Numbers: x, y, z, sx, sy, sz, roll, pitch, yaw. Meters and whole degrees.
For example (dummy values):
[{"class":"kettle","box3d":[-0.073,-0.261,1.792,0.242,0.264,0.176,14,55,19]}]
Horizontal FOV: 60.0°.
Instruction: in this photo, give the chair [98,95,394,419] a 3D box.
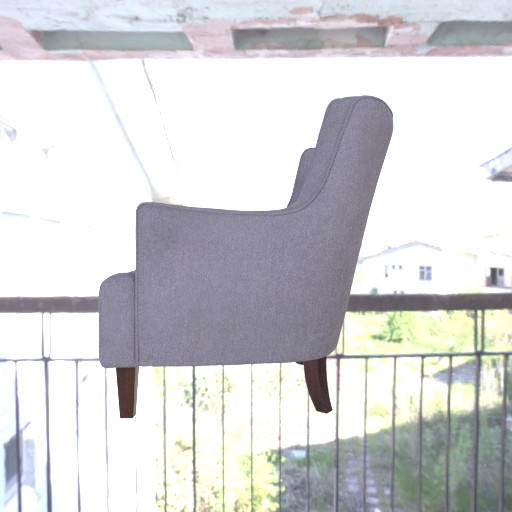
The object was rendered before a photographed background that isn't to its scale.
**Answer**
[{"class":"chair","box3d":[0.000,0.000,1.591,0.910,0.919,0.781,0,1,-1]}]
